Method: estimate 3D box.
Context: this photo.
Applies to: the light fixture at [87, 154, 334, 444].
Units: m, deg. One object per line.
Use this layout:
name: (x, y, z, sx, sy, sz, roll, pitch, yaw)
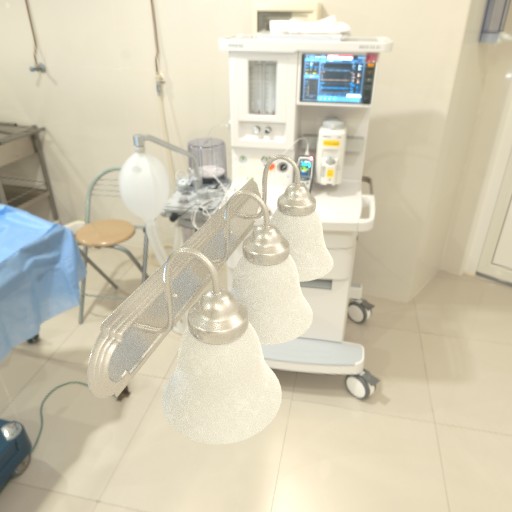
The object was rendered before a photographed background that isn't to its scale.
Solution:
light fixture: (0.000, 0.000, 0.720, 0.199, 0.222, 0.610, 10, 31, 17)
